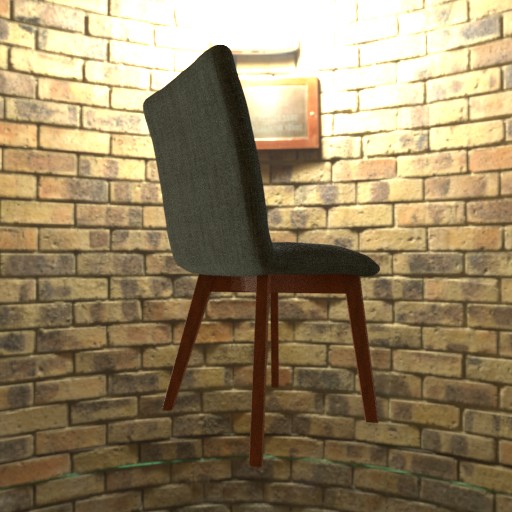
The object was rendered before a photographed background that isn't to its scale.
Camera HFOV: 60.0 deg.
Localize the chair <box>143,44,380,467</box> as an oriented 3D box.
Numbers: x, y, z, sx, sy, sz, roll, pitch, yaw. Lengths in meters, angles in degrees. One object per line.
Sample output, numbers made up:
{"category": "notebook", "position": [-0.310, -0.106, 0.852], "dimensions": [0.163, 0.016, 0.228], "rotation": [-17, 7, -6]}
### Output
{"category": "chair", "position": [0.000, 0.000, 1.331], "dimensions": [0.563, 0.974, 0.522], "rotation": [0, -1, -36]}
